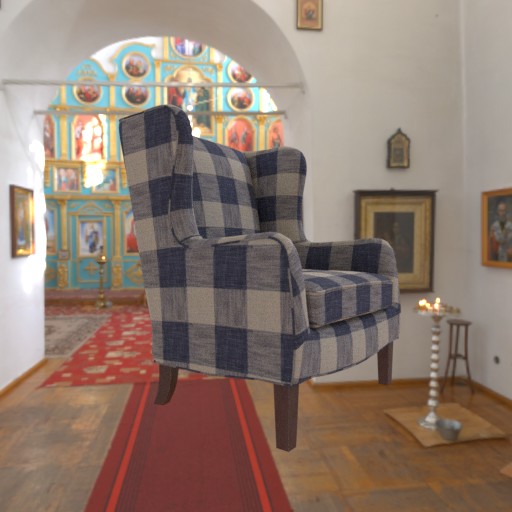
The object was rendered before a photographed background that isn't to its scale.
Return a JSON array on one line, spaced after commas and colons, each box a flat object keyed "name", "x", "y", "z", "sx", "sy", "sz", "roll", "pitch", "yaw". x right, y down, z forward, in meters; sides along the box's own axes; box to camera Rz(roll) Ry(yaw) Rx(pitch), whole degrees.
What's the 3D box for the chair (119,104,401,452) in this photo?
[{"name": "chair", "x": 0.000, "y": 0.000, "z": 1.736, "sx": 0.889, "sy": 1.041, "sz": 0.830, "roll": 0, "pitch": 1, "yaw": 37}]
